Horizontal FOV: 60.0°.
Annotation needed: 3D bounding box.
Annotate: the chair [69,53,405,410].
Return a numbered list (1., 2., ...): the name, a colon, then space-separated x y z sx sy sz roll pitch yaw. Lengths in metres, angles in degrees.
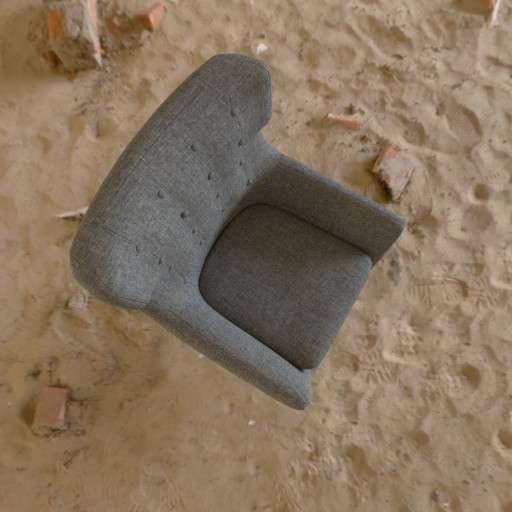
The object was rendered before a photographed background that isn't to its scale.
1. chair: 0.000 0.000 1.744 0.904 1.063 0.878 30 77 8
